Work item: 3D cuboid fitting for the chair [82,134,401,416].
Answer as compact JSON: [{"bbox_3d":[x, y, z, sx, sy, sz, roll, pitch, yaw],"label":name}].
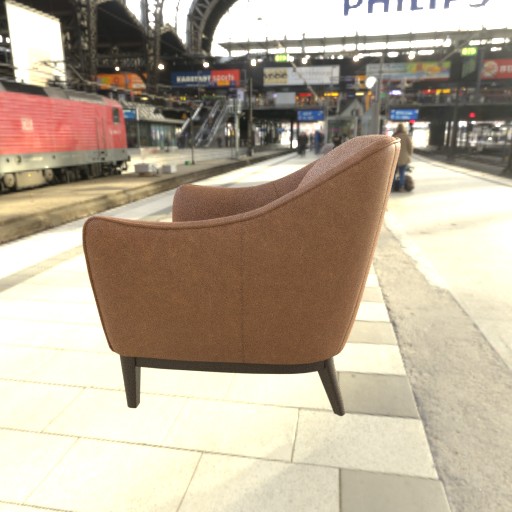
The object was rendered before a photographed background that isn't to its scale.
[{"bbox_3d":[0.000,0.000,1.573,0.852,0.830,0.871,2,15,8],"label":"chair"}]
